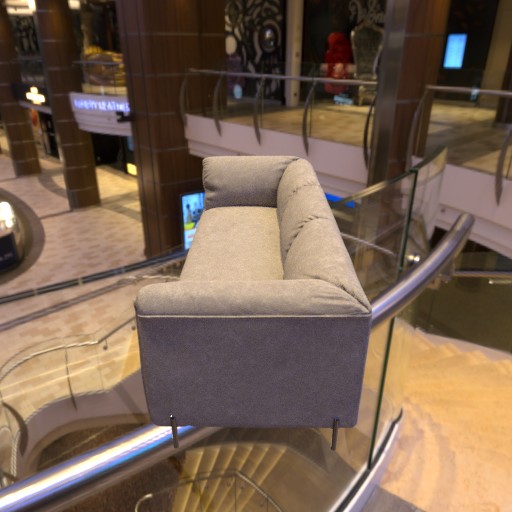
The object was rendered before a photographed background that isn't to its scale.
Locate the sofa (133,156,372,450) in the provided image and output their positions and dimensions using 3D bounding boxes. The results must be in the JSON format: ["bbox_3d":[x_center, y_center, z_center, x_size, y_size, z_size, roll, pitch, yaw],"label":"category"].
[{"bbox_3d":[0.000,0.000,2.709,0.899,0.758,2.238,0,25,0],"label":"sofa"}]
